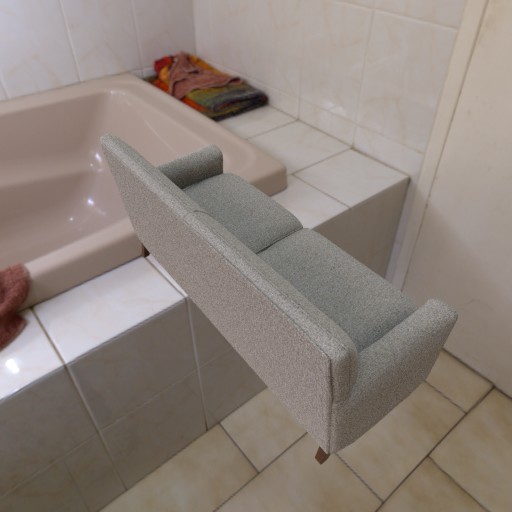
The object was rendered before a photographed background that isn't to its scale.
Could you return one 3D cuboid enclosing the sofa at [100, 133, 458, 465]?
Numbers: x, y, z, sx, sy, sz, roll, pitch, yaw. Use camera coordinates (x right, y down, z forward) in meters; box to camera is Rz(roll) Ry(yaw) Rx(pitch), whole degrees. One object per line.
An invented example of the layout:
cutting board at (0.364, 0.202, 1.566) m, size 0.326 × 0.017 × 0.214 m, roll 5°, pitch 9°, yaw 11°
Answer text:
sofa at (0.000, 0.000, 2.504) m, size 0.854 × 0.942 × 2.026 m, roll -26°, pitch 47°, yaw -27°
